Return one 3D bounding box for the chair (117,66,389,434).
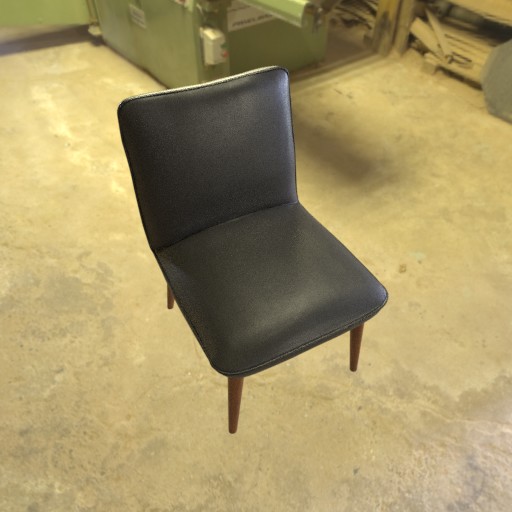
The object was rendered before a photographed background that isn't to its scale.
[{"bbox_3d":[0.000,0.000,1.263,0.543,0.801,0.645,-24,50,-22],"label":"chair"}]
